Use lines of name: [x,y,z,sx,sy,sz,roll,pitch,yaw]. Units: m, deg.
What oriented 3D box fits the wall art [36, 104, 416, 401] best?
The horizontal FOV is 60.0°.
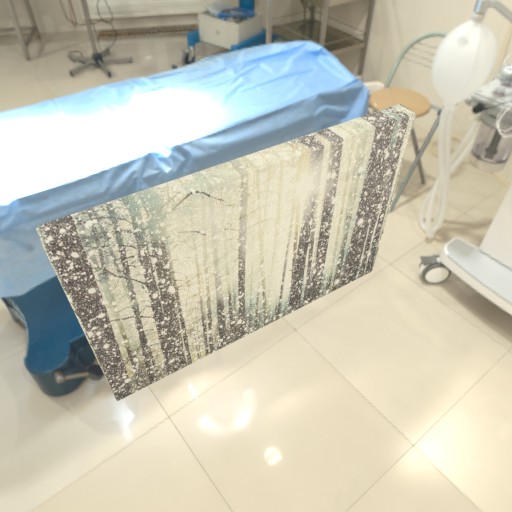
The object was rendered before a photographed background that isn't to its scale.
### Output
wall art: [0.000,0.000,0.792,0.618,0.398,0.042,-23,50,-21]
